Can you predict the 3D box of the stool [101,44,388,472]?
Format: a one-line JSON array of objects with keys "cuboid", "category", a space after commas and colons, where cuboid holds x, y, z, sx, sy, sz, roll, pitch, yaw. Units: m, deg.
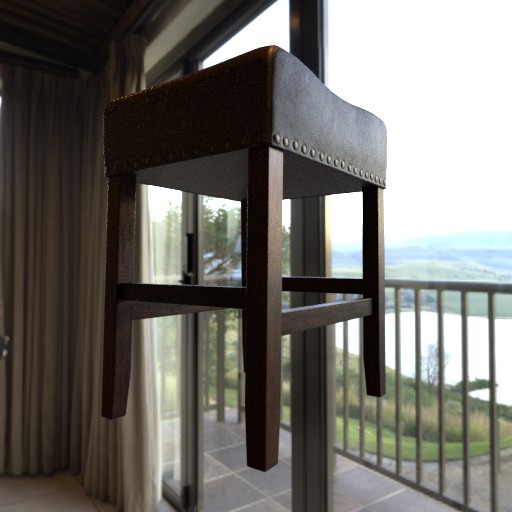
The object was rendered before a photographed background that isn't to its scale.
[{"cuboid": [0.000, 0.000, 0.909, 0.397, 0.608, 0.465, -1, -1, 37], "category": "stool"}]
